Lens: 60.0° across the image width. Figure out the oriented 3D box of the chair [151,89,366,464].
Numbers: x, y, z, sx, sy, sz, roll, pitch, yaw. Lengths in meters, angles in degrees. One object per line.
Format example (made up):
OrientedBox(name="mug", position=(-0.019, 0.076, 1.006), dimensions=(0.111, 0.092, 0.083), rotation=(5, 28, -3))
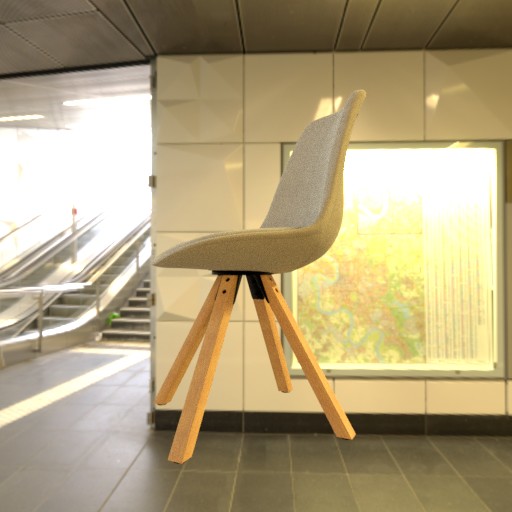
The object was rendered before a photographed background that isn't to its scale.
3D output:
OrientedBox(name="chair", position=(0.000, 0.000, 1.192), dimensions=(0.549, 0.863, 0.474), rotation=(0, -1, -17))
